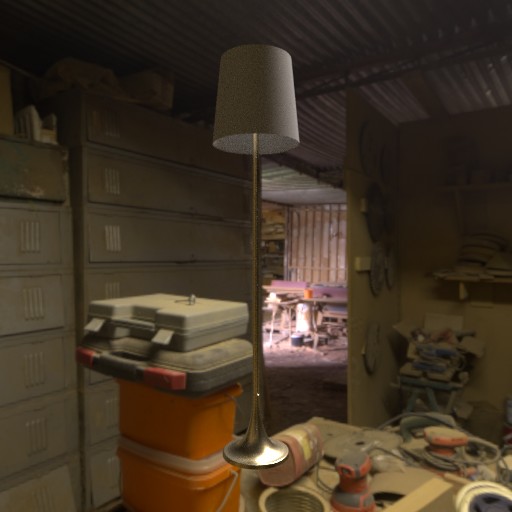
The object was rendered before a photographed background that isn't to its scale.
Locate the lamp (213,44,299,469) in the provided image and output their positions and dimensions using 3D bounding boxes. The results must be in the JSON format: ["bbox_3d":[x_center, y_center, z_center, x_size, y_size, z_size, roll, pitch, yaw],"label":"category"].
[{"bbox_3d":[0.000,0.000,1.729,0.337,1.543,0.337,0,0,0],"label":"lamp"}]
